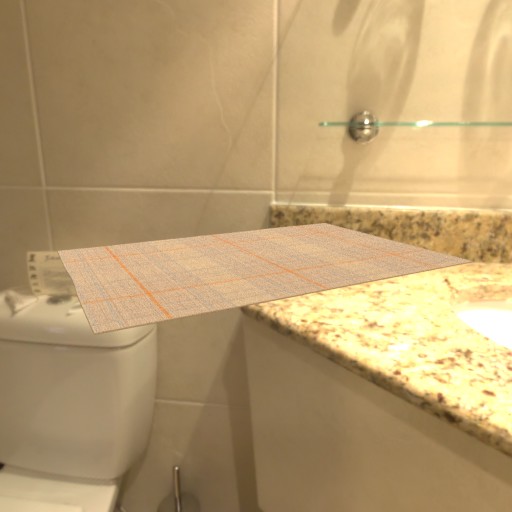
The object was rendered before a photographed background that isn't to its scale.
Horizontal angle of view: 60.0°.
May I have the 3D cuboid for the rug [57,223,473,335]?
[{"bbox_3d":[0.000,0.000,2.337,1.825,0.015,1.232,-8,16,-27],"label":"rug"}]
